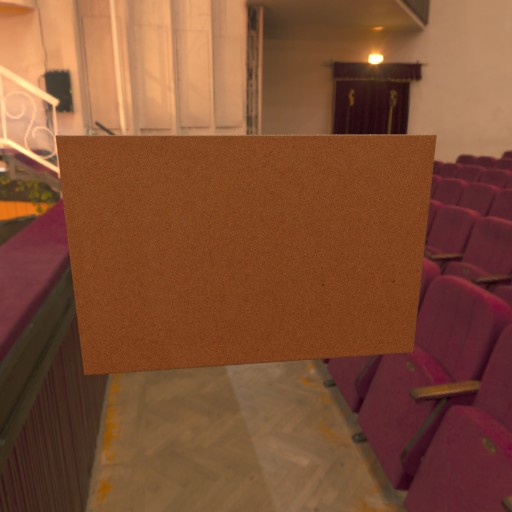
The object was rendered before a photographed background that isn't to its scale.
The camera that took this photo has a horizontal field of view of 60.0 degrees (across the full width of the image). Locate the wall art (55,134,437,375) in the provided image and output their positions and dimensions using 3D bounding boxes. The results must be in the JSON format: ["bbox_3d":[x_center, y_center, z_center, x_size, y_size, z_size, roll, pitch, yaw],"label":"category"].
[{"bbox_3d":[0.000,0.000,0.776,0.615,0.410,0.021,-2,16,-8],"label":"wall art"}]
